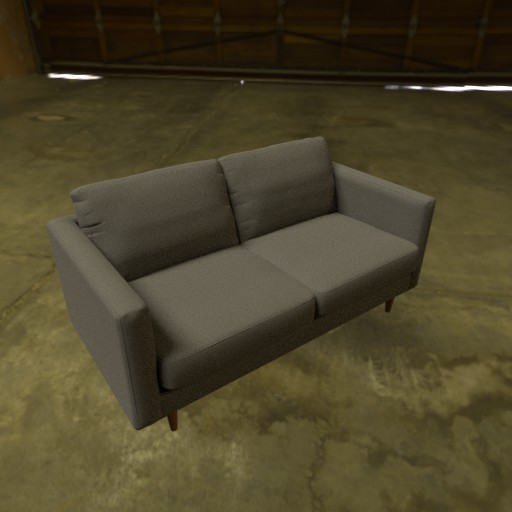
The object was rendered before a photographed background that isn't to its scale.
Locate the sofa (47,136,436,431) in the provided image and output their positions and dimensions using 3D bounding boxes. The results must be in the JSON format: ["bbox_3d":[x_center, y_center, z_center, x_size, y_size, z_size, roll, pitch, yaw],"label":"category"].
[{"bbox_3d":[0.000,0.000,2.241,1.713,0.866,0.940,-20,36,-31],"label":"sofa"}]
